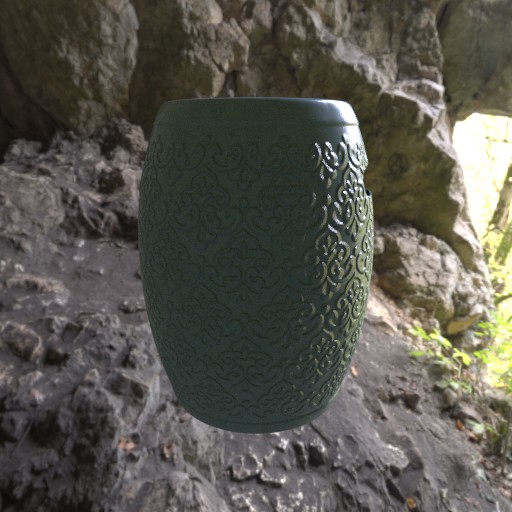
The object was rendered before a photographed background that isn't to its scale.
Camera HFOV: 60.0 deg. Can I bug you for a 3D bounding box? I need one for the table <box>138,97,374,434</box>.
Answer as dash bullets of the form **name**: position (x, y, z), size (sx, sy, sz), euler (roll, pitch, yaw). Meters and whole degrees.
- **table**: position (0.000, 0.000, 0.606), size (0.309, 0.397, 0.309), euler (0, 16, 0)
